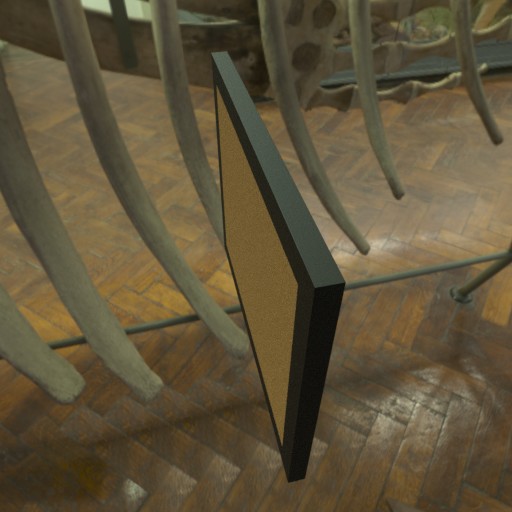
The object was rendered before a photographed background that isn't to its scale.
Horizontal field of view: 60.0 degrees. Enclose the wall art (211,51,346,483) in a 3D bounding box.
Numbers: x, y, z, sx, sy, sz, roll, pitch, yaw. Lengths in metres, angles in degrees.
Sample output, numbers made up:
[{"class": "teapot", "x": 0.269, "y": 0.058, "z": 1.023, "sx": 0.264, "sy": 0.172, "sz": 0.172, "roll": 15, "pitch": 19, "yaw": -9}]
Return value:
[{"class": "wall art", "x": 0.000, "y": 0.000, "z": 0.735, "sx": 0.028, "sy": 0.460, "sz": 0.561, "roll": -9, "pitch": 45, "yaw": -9}]
